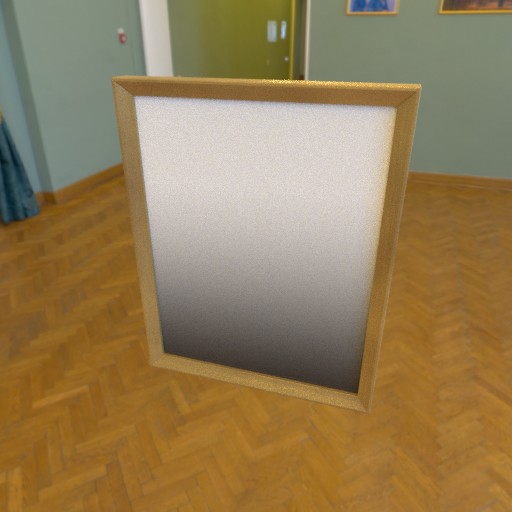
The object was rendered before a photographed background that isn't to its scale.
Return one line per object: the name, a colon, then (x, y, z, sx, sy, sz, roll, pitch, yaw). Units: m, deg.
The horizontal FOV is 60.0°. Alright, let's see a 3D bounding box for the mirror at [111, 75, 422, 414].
mirror: (0.000, 0.000, 0.688, 0.406, 0.509, 0.041, 8, 28, 15)
